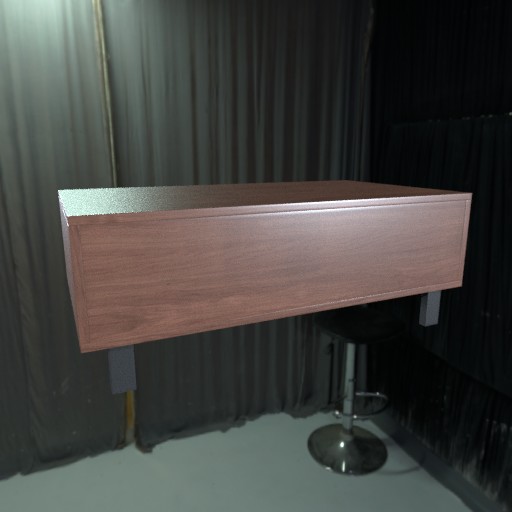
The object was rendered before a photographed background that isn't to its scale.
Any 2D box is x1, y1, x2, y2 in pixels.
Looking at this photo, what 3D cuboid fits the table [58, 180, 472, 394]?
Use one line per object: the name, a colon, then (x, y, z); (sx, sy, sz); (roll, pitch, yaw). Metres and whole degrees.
table: (0.000, 0.000, 1.307); (1.020, 0.380, 0.600); (-6, 15, -24)
